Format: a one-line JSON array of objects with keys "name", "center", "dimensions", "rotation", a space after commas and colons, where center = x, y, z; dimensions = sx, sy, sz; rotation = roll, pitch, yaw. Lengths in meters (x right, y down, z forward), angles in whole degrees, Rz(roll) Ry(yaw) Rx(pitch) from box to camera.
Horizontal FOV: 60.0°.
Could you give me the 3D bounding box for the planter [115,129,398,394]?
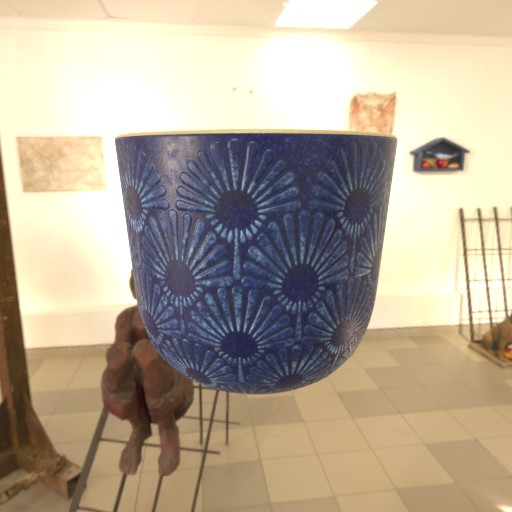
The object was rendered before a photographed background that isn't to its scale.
[{"name": "planter", "center": [0.000, 0.000, 0.294], "dimensions": [0.170, 0.153, 0.170], "rotation": [0, 12, 0]}]
